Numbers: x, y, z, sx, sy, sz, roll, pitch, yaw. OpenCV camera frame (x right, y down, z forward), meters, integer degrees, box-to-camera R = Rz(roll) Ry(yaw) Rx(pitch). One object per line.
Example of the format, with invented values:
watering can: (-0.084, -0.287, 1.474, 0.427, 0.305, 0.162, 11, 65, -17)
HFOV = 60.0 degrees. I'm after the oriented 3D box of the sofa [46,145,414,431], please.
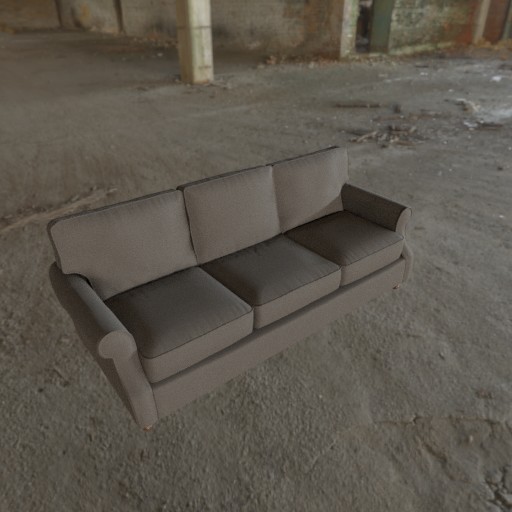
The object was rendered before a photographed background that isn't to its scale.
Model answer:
sofa: (0.000, 0.000, 2.855, 2.353, 0.948, 0.966, -22, 36, -32)
